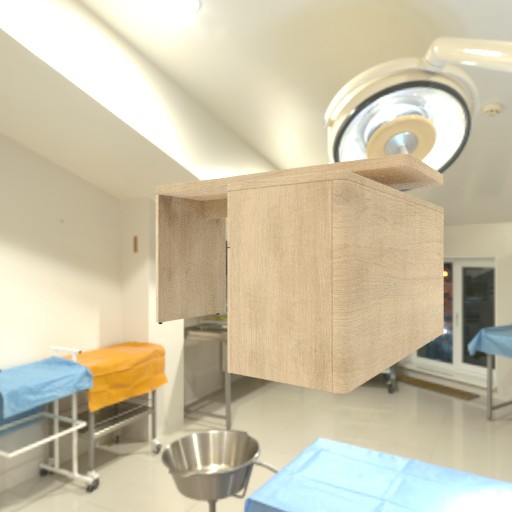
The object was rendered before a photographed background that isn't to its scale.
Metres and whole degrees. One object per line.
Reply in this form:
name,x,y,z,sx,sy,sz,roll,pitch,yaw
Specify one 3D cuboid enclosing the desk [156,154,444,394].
desk,0.000,0.000,2.053,1.400,0.770,1.175,0,0,35
